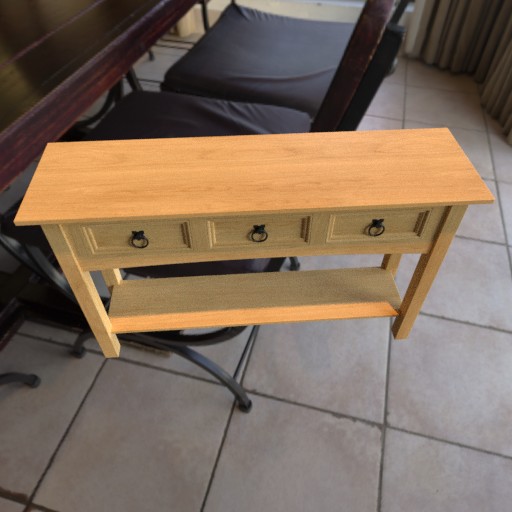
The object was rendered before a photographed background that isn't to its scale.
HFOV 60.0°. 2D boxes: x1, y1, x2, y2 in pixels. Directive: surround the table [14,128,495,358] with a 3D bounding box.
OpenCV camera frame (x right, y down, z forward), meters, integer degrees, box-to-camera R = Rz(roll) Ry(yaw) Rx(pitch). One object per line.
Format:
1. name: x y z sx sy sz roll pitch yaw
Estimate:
1. table: 0.000 0.000 1.523 1.240 0.730 0.350 -3 48 -3
